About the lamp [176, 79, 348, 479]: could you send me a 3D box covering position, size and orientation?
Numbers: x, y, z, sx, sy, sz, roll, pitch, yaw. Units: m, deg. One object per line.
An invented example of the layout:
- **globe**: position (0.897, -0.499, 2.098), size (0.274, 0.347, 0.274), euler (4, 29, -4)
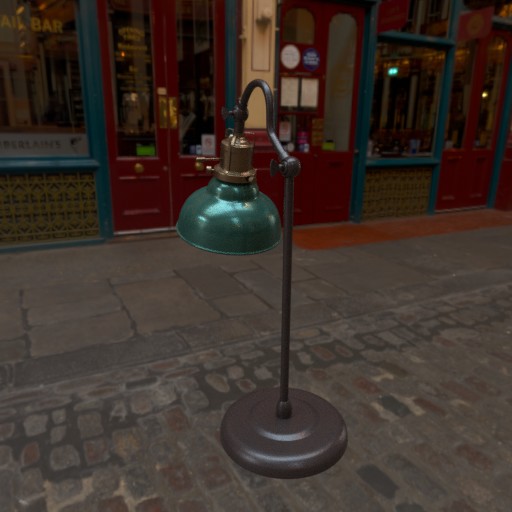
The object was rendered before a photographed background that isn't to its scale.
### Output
- **lamp**: position (0.000, 0.000, 0.682), size (0.192, 0.508, 0.374), euler (-8, 18, -26)
